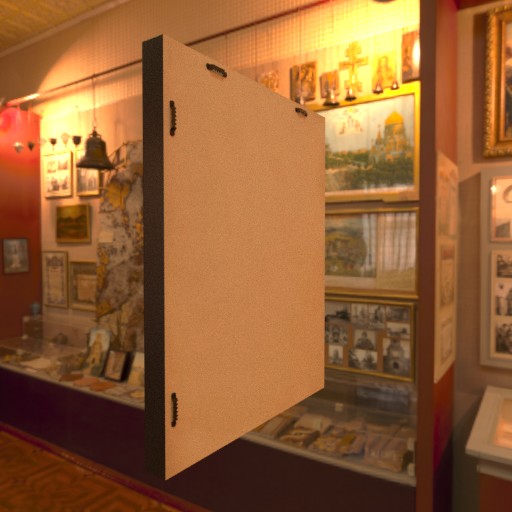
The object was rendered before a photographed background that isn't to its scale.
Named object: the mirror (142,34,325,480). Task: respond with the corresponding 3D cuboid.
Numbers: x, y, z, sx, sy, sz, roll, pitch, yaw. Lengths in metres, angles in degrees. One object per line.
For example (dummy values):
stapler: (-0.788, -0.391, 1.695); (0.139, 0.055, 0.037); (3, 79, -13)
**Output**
mirror: (0.000, 0.000, 0.678); (0.041, 0.509, 0.406); (1, 2, 35)
